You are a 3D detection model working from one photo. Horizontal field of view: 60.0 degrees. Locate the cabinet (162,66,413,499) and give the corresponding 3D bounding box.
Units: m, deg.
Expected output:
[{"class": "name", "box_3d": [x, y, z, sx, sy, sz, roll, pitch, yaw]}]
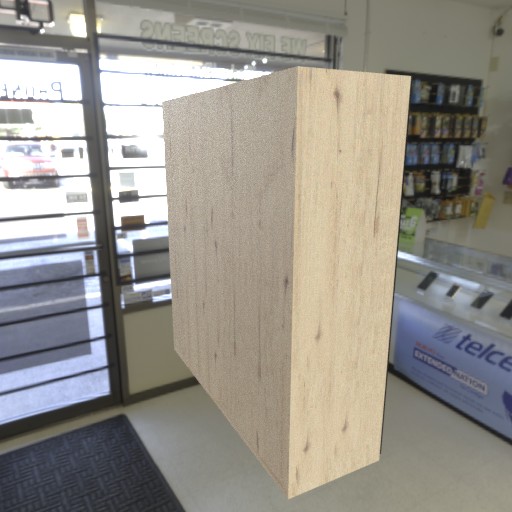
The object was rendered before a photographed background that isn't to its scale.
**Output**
[{"class": "cabinet", "box_3d": [0.000, 0.000, 3.127, 0.660, 2.180, 2.000, -8, 17, -27]}]
